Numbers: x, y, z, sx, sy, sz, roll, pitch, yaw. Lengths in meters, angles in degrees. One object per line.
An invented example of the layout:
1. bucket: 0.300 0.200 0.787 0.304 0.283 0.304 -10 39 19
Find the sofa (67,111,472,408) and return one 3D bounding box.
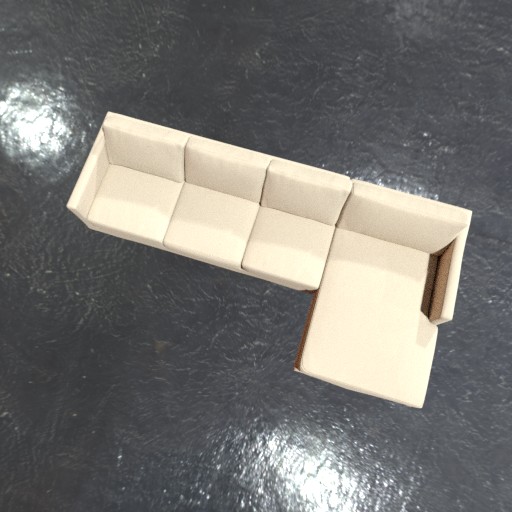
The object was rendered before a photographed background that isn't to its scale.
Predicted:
1. sofa: 0.000 0.000 3.732 3.186 0.861 1.625 16 75 4
